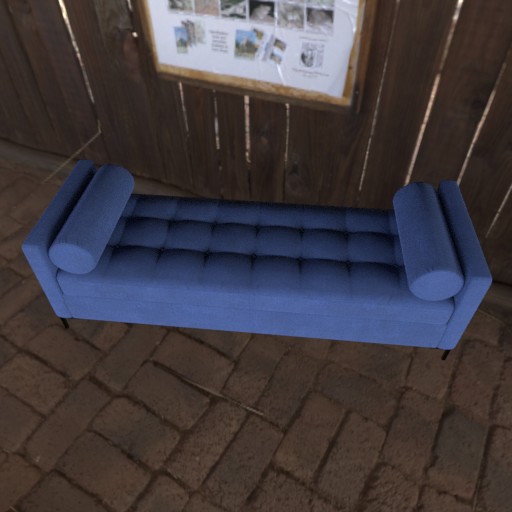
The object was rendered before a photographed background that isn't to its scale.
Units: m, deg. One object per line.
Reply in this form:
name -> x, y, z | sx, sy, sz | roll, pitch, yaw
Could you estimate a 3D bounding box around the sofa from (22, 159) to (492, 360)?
sofa -> 0.000, 0.000, 2.288 | 1.981, 0.635, 0.686 | 4, 46, 4
